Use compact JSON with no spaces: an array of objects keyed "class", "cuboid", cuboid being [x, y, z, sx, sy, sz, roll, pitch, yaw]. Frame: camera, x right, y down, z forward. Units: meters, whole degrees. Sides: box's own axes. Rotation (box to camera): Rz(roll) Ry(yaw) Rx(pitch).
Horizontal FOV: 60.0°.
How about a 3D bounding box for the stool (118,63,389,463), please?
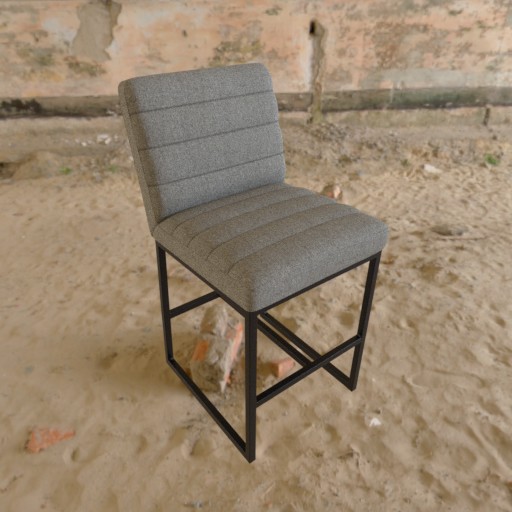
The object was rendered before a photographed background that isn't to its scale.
[{"class":"stool","cuboid":[0.000,0.000,1.266,0.460,0.940,0.560,-22,38,-31]}]
